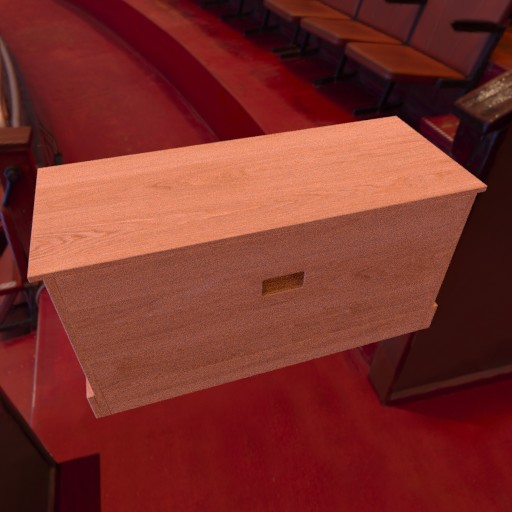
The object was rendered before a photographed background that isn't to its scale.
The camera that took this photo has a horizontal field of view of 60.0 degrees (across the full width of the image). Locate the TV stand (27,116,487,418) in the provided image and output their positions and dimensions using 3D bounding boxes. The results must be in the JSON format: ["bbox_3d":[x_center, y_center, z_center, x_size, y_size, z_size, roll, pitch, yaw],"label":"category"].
[{"bbox_3d":[0.000,0.000,1.327,1.080,0.550,0.440,-12,43,-13],"label":"TV stand"}]
